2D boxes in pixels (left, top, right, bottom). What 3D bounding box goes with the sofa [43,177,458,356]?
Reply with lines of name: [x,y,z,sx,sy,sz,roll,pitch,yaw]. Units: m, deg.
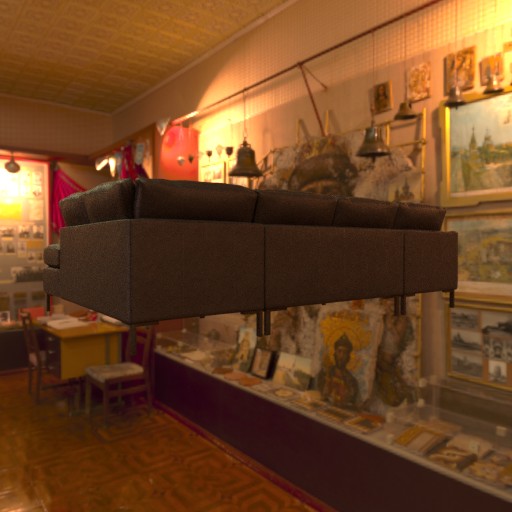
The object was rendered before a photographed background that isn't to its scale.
sofa: [0.000,0.000,3.740,2.956,0.900,1.939,-1,1,-36]
